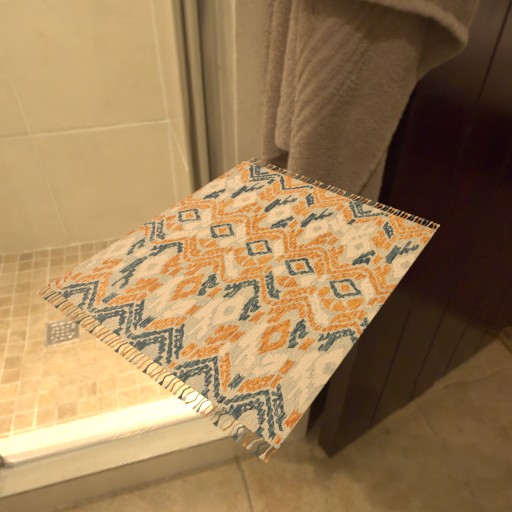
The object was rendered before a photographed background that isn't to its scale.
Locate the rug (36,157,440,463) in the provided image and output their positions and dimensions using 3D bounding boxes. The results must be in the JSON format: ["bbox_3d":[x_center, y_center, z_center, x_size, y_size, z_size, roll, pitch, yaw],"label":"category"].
[{"bbox_3d":[0.000,0.000,4.165,2.439,0.010,3.048,26,47,27],"label":"rug"}]
